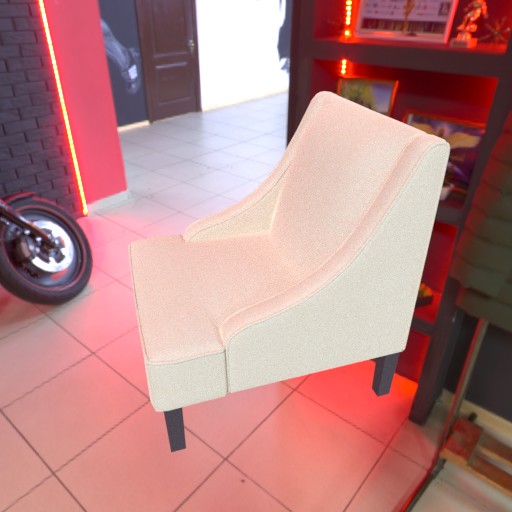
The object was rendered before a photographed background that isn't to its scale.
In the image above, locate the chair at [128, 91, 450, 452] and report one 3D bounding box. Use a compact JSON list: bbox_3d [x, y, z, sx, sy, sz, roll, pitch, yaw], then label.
[{"bbox_3d":[0.000,0.000,1.463,0.806,0.886,0.689,-9,32,-15],"label":"chair"}]
